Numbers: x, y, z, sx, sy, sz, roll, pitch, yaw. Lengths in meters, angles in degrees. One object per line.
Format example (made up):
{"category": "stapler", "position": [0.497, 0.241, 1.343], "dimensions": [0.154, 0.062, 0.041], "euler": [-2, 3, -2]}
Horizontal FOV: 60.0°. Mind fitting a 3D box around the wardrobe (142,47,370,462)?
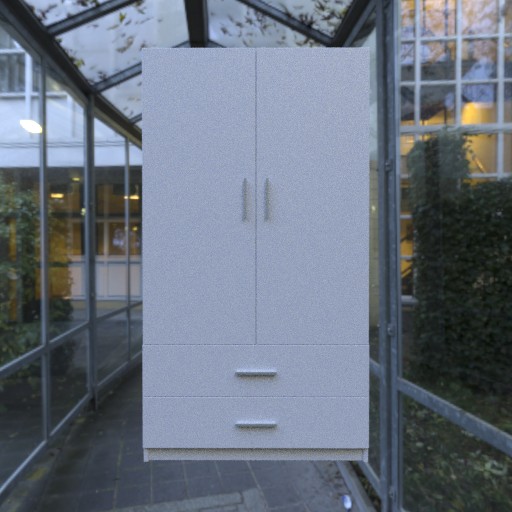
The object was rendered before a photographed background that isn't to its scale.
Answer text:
{"category": "wardrobe", "position": [0.000, 0.000, 2.199], "dimensions": [0.991, 1.808, 0.577], "euler": [0, 1, 0]}
